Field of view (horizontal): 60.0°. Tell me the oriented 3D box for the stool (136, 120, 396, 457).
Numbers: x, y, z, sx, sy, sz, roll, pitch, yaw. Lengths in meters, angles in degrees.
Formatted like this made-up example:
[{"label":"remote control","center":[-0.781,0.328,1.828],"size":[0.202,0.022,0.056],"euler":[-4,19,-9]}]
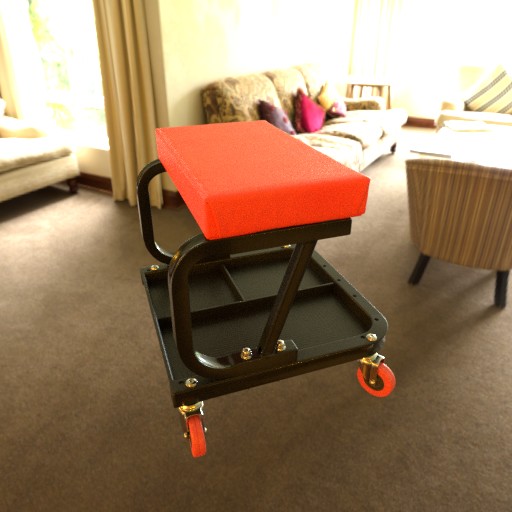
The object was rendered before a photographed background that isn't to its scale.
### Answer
[{"label":"stool","center":[0.000,0.000,0.762],"size":[0.371,0.380,0.446],"euler":[-10,30,-17]}]
